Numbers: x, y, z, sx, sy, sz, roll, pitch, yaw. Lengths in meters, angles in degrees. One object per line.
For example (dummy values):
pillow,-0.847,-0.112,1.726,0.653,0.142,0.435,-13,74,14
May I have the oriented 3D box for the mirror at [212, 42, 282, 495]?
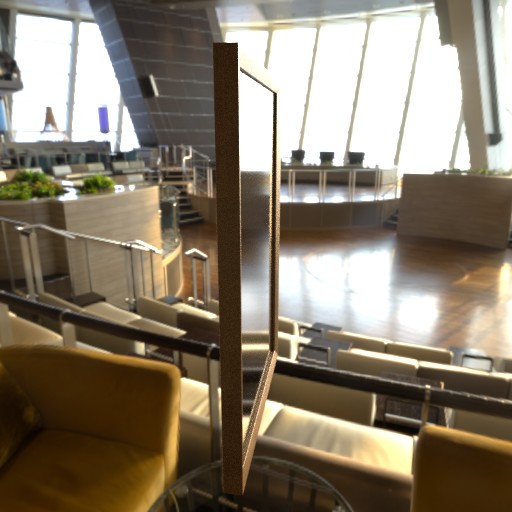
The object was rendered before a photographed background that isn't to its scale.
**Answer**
mirror,0.000,0.000,0.907,0.039,0.711,0.508,3,16,9
